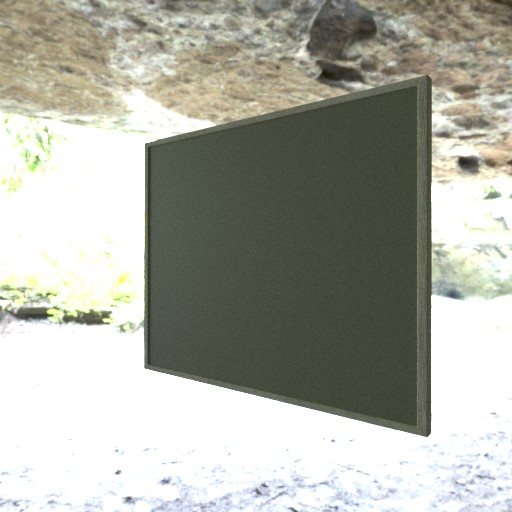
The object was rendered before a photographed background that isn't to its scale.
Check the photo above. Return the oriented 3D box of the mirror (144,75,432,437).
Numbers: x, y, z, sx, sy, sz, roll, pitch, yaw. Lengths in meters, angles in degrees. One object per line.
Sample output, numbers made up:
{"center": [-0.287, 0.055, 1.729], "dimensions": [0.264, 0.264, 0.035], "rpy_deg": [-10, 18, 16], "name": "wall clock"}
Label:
{"center": [0.000, 0.000, 1.103], "dimensions": [0.839, 0.689, 0.028], "rpy_deg": [0, 0, 37], "name": "mirror"}
